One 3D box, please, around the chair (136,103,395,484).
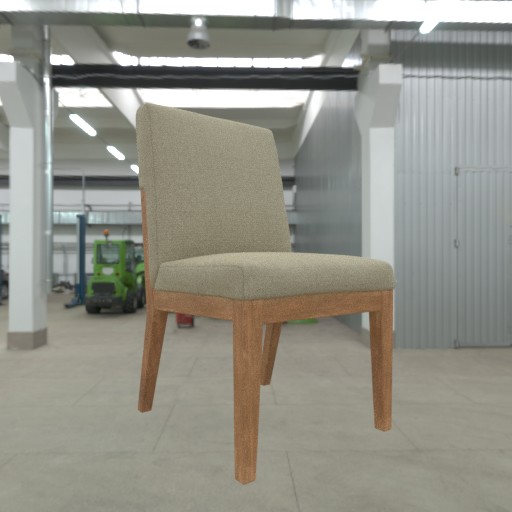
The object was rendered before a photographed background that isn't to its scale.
[{"bbox_3d":[0.000,0.000,1.242,0.507,0.911,0.586,0,0,-37],"label":"chair"}]
